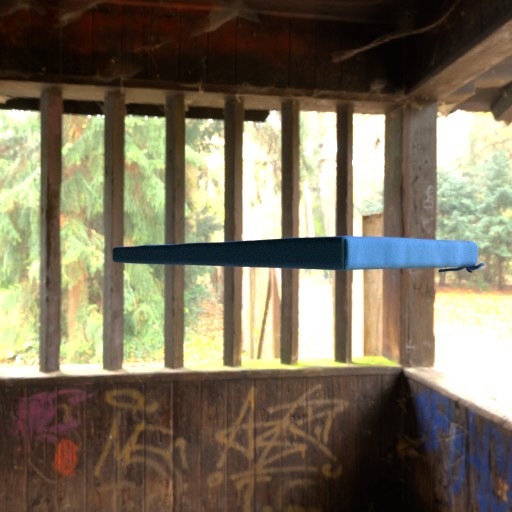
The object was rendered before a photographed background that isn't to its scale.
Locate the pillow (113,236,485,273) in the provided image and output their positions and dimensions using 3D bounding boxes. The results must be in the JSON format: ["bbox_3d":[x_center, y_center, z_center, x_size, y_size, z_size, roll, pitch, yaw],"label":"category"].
[{"bbox_3d":[0.000,0.000,1.337,0.492,0.081,1.187,0,0,-37],"label":"pillow"}]
